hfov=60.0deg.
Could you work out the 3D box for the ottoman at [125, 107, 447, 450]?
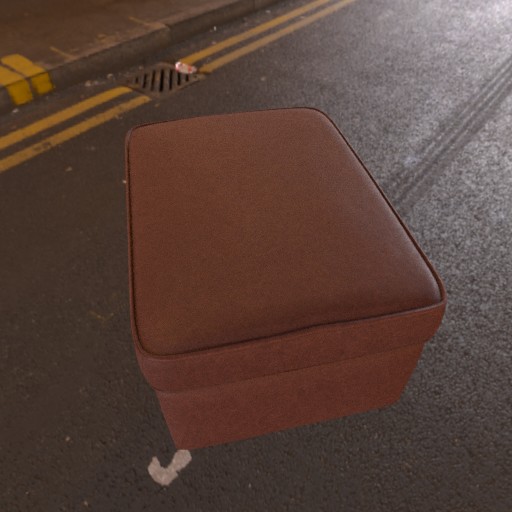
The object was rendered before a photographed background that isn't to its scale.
[{"bbox_3d":[0.000,0.000,1.082,0.548,0.449,0.749,-9,46,-9],"label":"ottoman"}]
